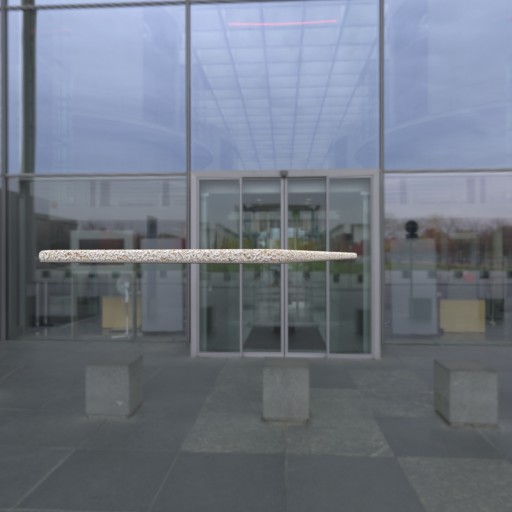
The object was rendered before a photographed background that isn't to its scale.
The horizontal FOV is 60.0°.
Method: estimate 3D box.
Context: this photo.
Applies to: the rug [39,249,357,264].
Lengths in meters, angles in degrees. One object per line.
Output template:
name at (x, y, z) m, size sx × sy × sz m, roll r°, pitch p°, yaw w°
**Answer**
rug at (0.000, 0.000, 1.697) m, size 0.609 × 0.030 × 1.524 m, roll 0°, pitch 0°, yaw 19°
